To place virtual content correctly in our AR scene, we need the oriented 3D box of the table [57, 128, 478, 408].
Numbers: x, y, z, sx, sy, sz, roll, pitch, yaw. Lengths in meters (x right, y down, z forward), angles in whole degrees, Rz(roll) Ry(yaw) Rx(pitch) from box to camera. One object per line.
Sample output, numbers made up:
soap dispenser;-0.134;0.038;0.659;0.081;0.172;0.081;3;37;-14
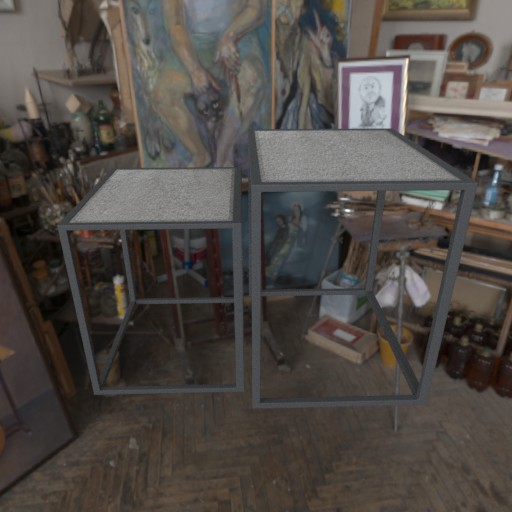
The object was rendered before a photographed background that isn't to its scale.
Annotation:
table;0.000;0.000;1.137;0.788;0.540;0.508;-1;27;-2
